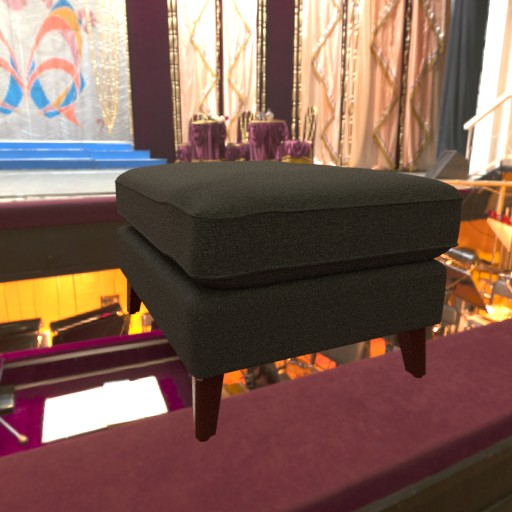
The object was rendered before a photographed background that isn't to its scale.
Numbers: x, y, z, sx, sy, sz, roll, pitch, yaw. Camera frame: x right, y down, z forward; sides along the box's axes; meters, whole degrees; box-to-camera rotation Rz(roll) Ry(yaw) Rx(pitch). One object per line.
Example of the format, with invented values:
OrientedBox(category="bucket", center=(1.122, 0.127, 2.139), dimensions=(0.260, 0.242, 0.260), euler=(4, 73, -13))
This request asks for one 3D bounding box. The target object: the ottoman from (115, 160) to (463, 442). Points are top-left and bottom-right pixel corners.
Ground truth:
OrientedBox(category="ottoman", center=(0.000, 0.000, 1.235), dimensions=(0.629, 0.503, 0.835), euler=(-7, 15, -25))
